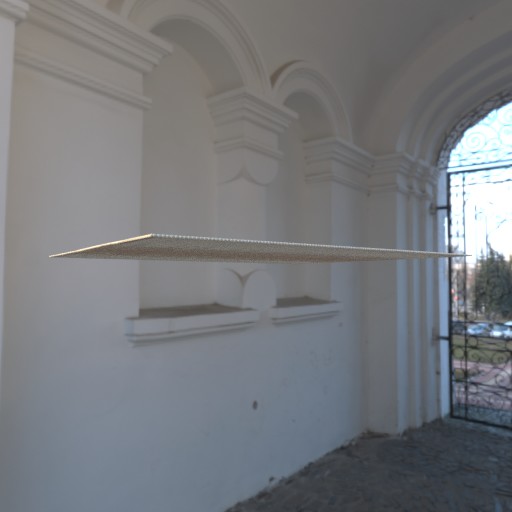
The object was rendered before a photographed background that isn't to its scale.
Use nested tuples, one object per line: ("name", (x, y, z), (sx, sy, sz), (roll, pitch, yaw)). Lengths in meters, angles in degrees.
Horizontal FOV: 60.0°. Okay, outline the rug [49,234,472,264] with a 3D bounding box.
("rug", (0.000, 0.000, 4.070), (3.048, 0.013, 2.438), (2, -4, -36))
